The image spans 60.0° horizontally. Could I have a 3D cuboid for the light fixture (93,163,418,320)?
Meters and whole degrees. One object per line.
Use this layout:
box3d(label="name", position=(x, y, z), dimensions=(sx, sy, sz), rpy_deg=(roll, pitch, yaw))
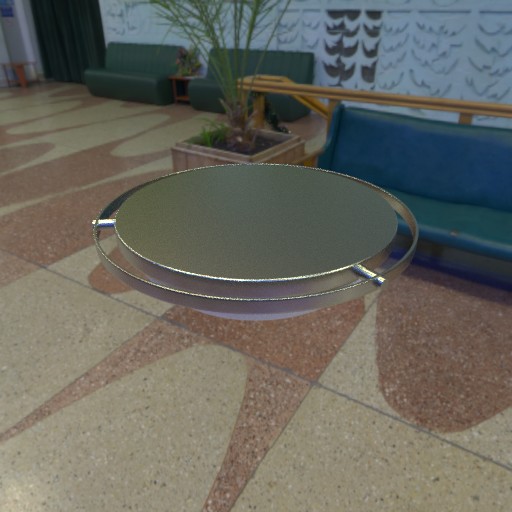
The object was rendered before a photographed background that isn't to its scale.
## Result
box3d(label="light fixture", position=(0.000, 0.000, 0.545), dimensions=(0.361, 0.130, 0.361), rpy_deg=(0, 29, 0))
